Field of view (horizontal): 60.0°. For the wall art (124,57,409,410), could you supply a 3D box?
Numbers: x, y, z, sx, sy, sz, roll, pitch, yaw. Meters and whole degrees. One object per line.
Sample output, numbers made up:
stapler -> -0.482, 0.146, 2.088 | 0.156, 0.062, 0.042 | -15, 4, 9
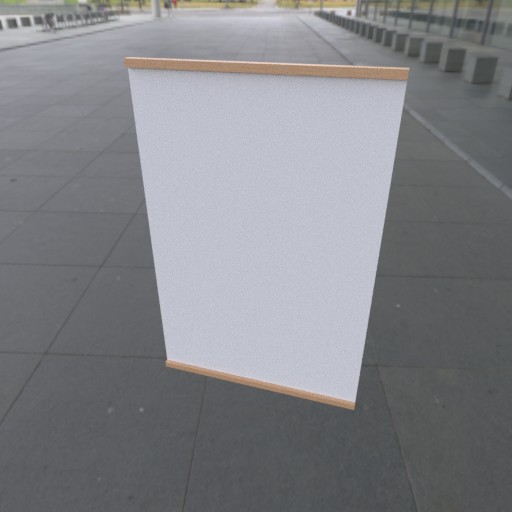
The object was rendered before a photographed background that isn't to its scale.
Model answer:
wall art -> 0.000, 0.000, 0.759 | 0.401, 0.611, 0.016 | 9, 31, 15
